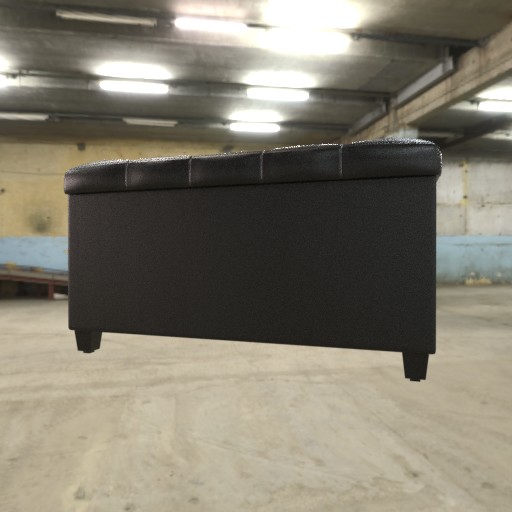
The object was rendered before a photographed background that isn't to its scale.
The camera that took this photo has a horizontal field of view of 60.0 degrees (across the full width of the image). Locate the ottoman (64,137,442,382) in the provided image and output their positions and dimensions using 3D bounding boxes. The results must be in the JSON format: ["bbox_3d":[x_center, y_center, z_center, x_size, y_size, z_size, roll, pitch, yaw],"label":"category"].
[{"bbox_3d":[0.000,0.000,1.117,0.838,0.470,0.432,0,0,18],"label":"ottoman"}]
